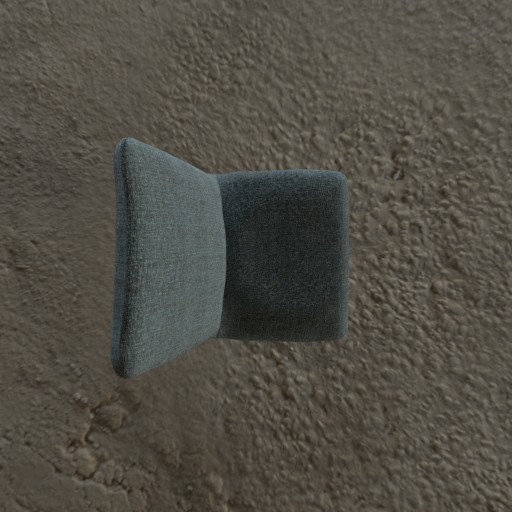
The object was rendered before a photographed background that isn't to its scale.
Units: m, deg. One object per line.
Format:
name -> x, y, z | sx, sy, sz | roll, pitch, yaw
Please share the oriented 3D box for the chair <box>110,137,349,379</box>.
chair -> 0.000, 0.000, 1.308 | 0.563, 0.974, 0.522 | 0, 90, 0
